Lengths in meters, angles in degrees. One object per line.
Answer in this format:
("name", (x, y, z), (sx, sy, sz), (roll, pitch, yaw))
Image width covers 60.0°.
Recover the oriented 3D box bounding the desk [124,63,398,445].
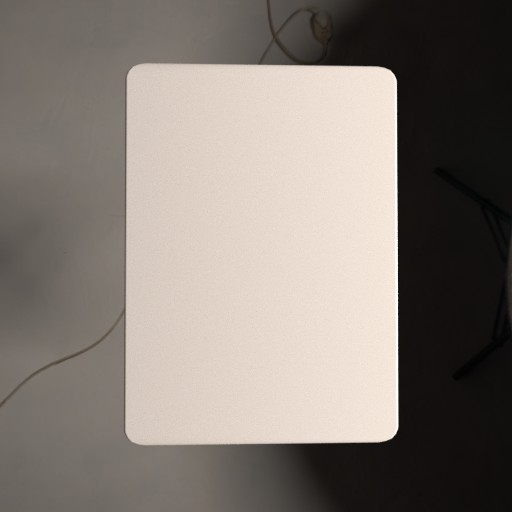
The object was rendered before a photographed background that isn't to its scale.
("desk", (0.000, 0.000, 1.289), (0.549, 0.800, 0.762), (0, 89, -2))
